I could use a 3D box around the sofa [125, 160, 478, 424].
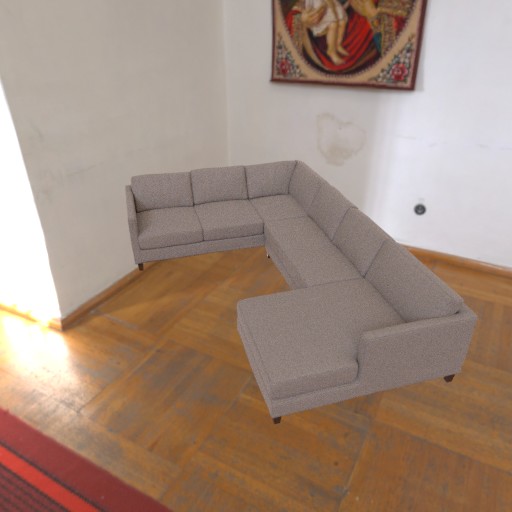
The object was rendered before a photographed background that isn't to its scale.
[{"bbox_3d":[0.000,0.000,4.495,2.424,0.865,3.438,-8,31,-14],"label":"sofa"}]
